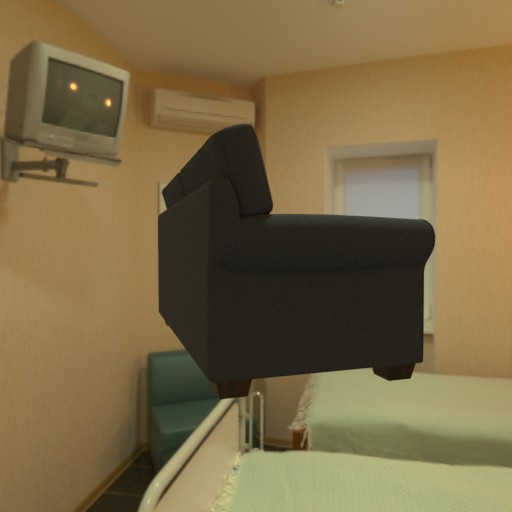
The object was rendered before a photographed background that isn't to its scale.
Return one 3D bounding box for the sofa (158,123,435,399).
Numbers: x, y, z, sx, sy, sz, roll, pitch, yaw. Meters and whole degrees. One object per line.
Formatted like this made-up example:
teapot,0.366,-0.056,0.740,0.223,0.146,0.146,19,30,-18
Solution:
sofa,0.000,0.000,2.570,0.940,1.020,1.930,0,1,-18
